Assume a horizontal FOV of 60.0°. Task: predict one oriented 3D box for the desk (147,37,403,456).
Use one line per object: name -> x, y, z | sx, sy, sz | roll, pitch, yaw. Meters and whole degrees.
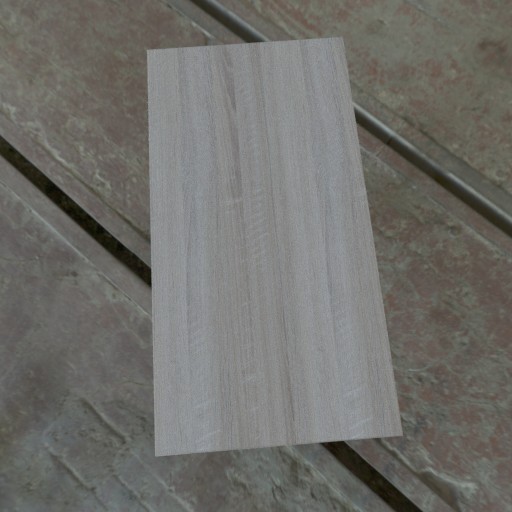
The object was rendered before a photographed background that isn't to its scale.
desk -> 0.000, 0.000, 1.515 | 0.600, 0.731, 1.100 | -4, 76, -1
